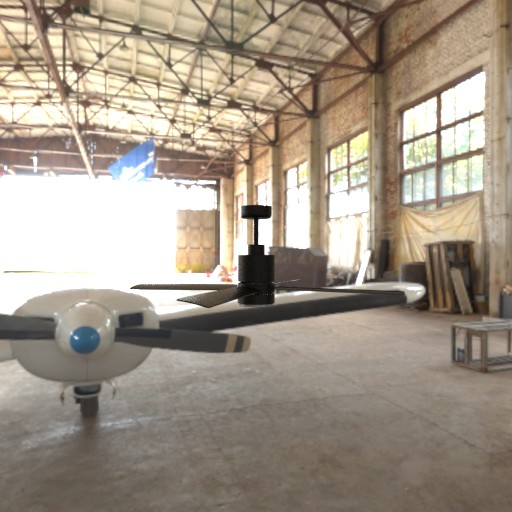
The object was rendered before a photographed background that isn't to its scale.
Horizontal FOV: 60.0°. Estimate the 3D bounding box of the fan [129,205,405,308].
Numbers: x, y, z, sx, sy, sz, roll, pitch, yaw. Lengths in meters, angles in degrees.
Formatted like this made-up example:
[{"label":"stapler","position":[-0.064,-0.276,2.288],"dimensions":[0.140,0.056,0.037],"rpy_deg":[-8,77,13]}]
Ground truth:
[{"label":"fan","position":[0.000,0.000,2.397],"dimensions":[1.525,0.534,1.525],"rpy_deg":[0,0,20]}]
